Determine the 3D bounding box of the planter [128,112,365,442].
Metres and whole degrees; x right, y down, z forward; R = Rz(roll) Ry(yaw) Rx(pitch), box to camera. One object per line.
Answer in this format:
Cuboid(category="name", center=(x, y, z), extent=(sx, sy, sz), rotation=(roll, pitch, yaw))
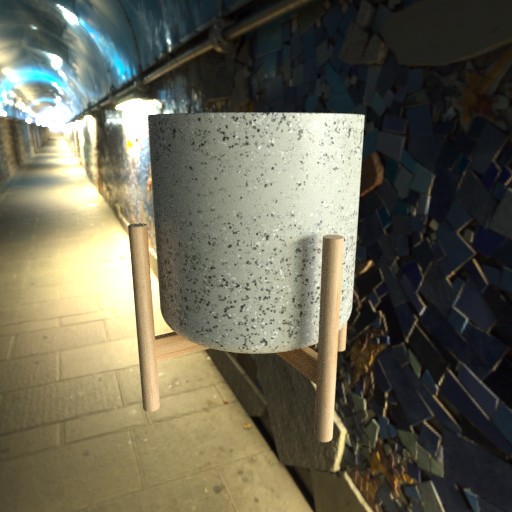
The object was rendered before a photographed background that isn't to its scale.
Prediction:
Cuboid(category="planter", center=(0.000, 0.000, 0.694), extent=(0.360, 0.419, 0.360), rotation=(-2, 16, -7))
